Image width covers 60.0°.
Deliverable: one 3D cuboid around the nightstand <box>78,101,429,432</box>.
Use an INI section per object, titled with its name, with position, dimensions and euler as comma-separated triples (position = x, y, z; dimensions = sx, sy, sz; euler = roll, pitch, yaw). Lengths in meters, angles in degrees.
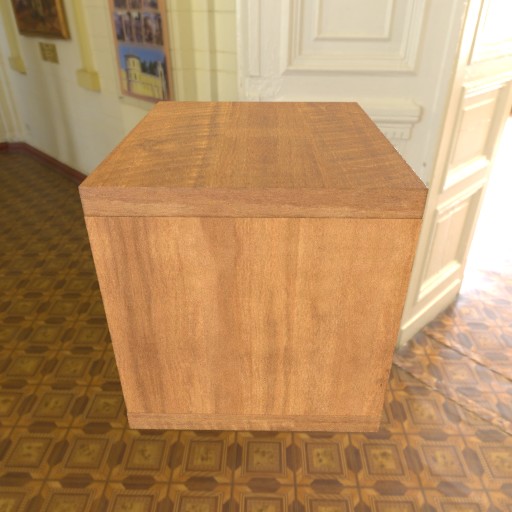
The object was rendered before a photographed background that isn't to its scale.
[nightstand]
position = 0.000, 0.000, 0.881
dimensions = 0.436, 0.491, 0.493
euler = 0, 31, 1
